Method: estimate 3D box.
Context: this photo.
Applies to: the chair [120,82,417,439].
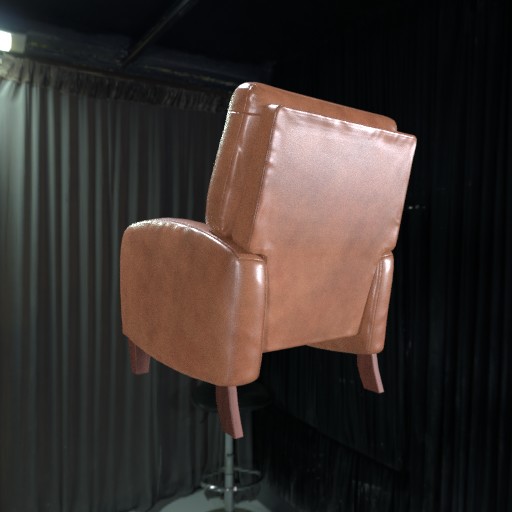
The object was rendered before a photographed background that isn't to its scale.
[{"bbox_3d":[0.000,0.000,1.691,0.762,0.990,0.990,-1,3,-36],"label":"chair"}]
